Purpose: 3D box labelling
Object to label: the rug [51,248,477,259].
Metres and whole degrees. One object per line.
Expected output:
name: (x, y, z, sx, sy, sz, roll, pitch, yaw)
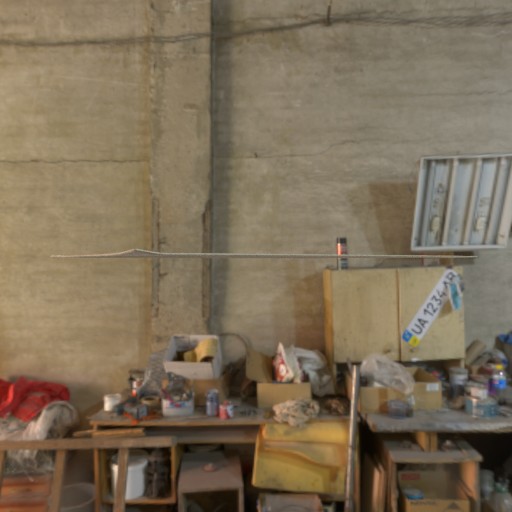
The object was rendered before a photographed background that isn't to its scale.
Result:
rug: (0.000, 0.000, 3.809, 2.897, 0.035, 2.277, 0, -1, -34)
